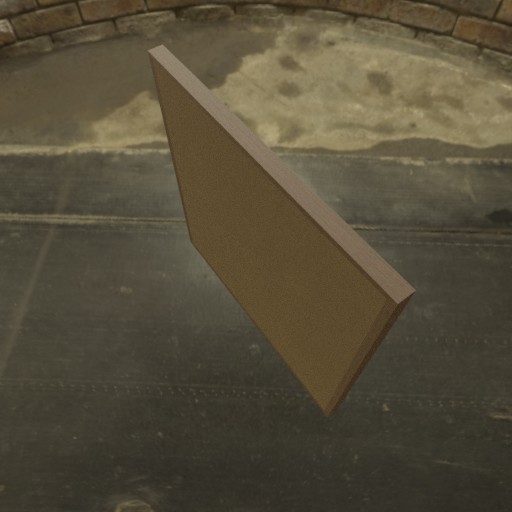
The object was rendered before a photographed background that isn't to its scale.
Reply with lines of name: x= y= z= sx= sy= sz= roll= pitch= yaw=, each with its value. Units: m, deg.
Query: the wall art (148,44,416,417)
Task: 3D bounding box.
wall art: x=0.000 y=0.000 z=1.141 sx=0.038 sy=0.758 sz=0.761 roll=-32 pitch=63 yaw=-18
